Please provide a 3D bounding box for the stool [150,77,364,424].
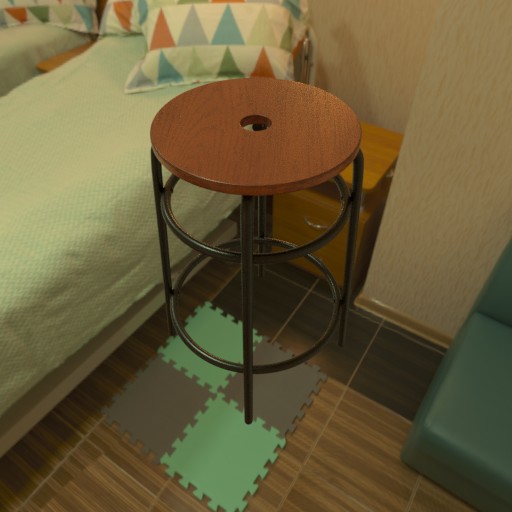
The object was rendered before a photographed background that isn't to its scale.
[{"bbox_3d":[0.000,0.000,0.926,0.455,0.610,0.455,3,46,3],"label":"stool"}]
